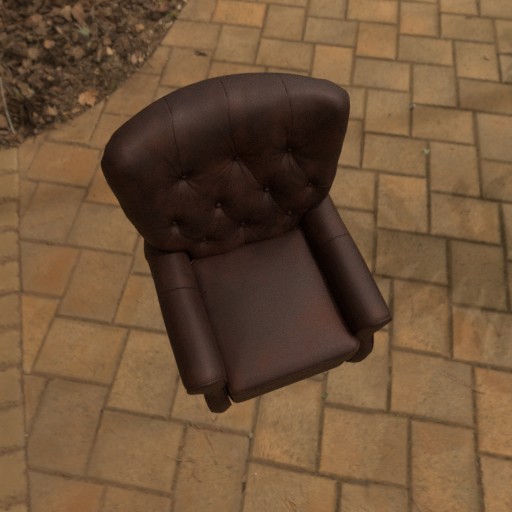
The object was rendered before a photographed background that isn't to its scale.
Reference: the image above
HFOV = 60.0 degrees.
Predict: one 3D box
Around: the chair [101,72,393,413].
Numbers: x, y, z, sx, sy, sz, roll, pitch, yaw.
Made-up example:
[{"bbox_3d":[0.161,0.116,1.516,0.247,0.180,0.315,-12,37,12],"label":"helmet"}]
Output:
[{"bbox_3d":[0.000,0.000,1.933,0.948,1.158,1.058,-18,65,-8],"label":"chair"}]
